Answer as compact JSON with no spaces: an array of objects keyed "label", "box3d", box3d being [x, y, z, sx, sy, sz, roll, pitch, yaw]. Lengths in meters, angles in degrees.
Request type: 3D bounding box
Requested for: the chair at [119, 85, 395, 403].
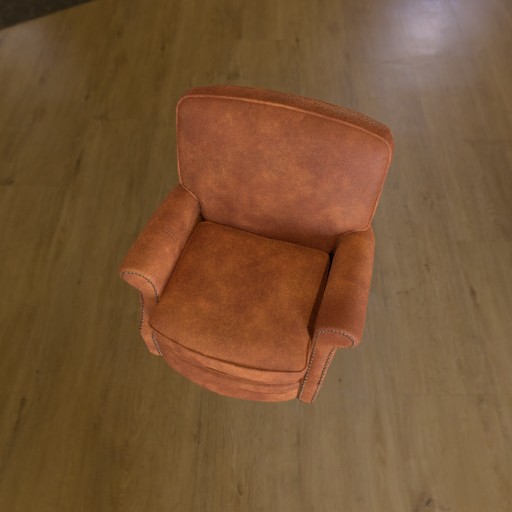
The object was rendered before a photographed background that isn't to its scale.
[{"label":"chair","box3d":[0.000,0.000,1.813,0.936,1.018,0.986,15,60,9]}]
